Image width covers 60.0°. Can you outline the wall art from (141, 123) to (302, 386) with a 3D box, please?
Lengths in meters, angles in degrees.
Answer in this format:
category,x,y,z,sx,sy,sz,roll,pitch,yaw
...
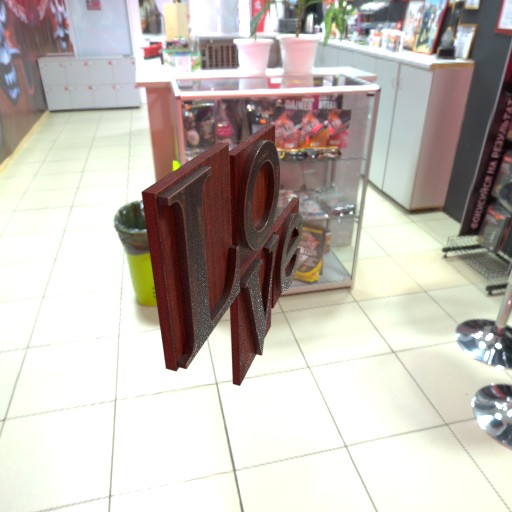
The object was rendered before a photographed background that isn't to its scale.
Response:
category,x,y,z,sx,sy,sz,roll,pitch,yaw
wall art,0.000,0.000,0.846,0.030,0.497,0.635,10,32,17
